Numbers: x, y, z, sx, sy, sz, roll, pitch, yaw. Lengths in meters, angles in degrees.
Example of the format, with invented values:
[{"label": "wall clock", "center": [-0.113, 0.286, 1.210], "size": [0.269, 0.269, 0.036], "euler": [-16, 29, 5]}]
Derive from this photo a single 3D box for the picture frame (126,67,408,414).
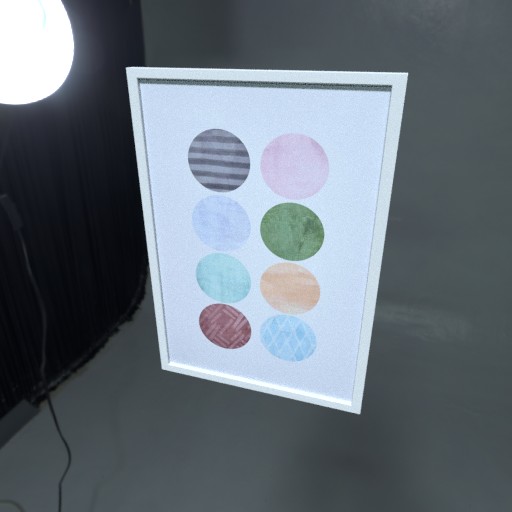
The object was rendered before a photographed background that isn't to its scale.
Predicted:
[{"label": "picture frame", "center": [0.000, 0.000, 0.561], "size": [0.305, 0.434, 0.013], "euler": [8, 27, 16]}]
